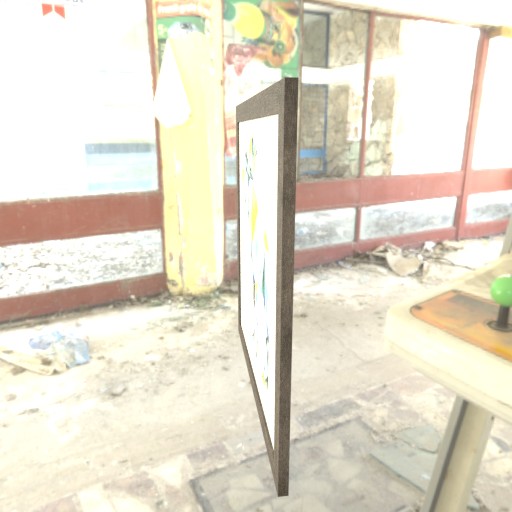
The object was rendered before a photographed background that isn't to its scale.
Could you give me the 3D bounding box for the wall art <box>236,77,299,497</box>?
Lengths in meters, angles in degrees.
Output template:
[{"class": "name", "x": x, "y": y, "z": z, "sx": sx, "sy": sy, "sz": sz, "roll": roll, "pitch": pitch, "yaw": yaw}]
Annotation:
[{"class": "wall art", "x": 0.000, "y": 0.000, "z": 0.675, "sx": 0.013, "sy": 0.457, "sz": 0.457, "roll": -2, "pitch": 16, "yaw": -8}]
